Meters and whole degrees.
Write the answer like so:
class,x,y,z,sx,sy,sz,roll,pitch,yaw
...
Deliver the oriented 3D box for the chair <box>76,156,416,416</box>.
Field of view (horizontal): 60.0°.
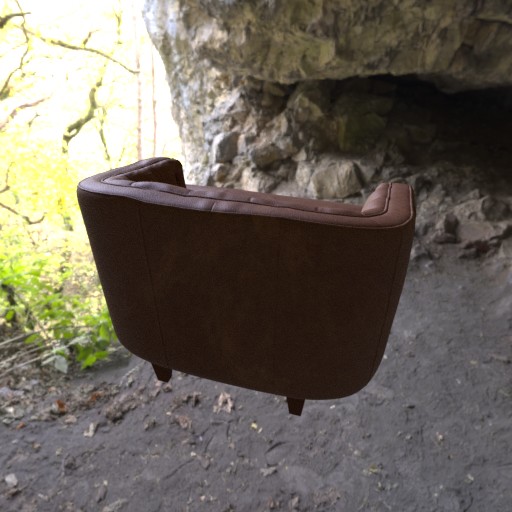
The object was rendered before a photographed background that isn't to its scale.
class,x,y,z,sx,sy,sz,roll,pitch,yaw
chair,0.000,0.000,1.755,1.119,0.836,0.911,9,33,15
